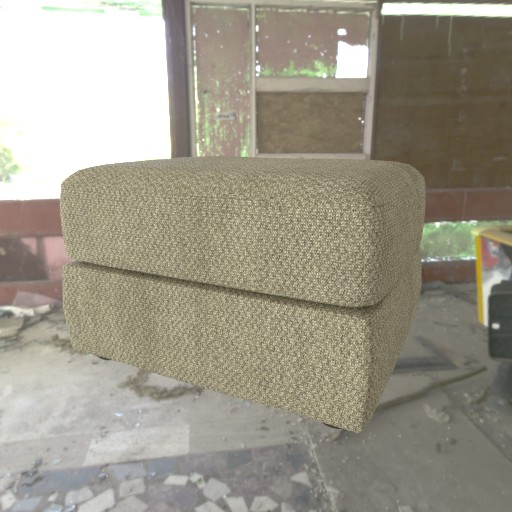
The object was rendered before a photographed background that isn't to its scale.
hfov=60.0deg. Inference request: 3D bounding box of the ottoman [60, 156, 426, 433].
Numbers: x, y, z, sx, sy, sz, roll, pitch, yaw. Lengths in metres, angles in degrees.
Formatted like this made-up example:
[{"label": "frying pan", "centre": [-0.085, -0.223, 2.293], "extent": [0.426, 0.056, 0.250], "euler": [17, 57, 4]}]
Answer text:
[{"label": "ottoman", "centre": [0.000, 0.000, 1.113], "extent": [0.751, 0.476, 0.603], "euler": [8, 17, 26]}]
